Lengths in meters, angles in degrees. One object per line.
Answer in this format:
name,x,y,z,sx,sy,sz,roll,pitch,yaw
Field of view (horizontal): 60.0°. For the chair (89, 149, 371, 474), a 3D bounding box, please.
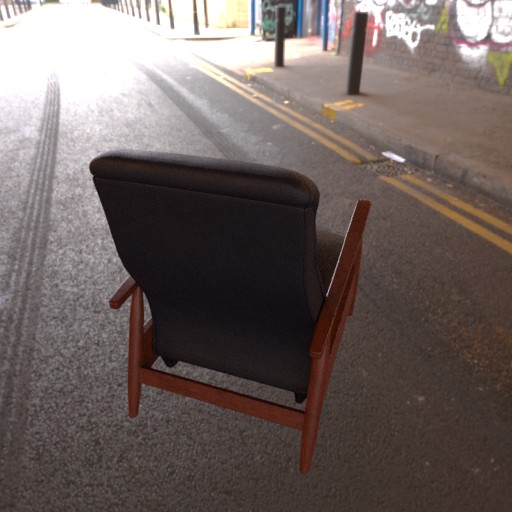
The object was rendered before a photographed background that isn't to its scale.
chair,0.000,0.000,1.771,0.762,1.082,1.014,10,32,17
